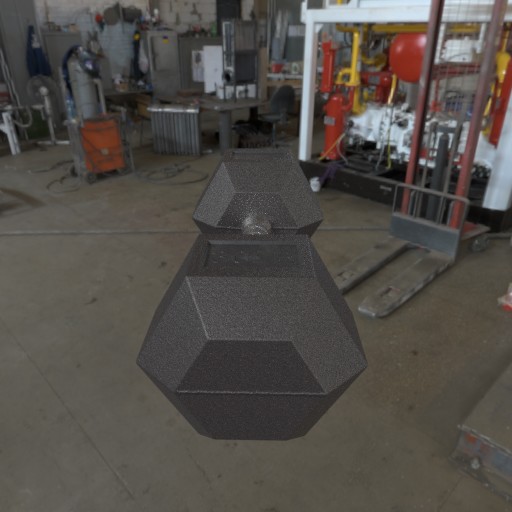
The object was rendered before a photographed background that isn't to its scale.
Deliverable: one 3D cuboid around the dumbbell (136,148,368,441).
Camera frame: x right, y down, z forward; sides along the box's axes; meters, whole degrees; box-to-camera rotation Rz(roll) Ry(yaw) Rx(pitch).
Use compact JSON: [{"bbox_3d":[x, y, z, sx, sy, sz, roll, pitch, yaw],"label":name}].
[{"bbox_3d":[0.000,0.000,0.398,0.142,0.123,0.337,1,27,1],"label":"dumbbell"}]
